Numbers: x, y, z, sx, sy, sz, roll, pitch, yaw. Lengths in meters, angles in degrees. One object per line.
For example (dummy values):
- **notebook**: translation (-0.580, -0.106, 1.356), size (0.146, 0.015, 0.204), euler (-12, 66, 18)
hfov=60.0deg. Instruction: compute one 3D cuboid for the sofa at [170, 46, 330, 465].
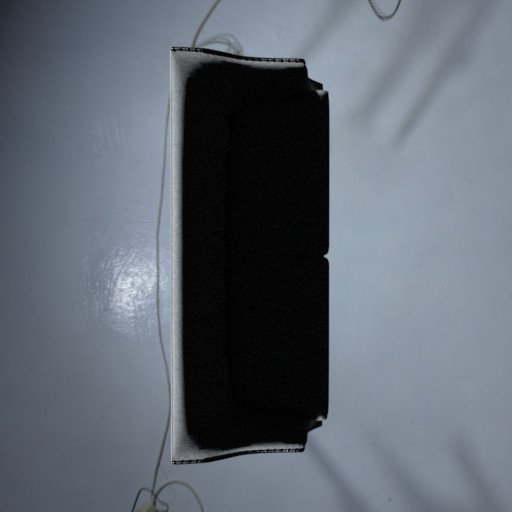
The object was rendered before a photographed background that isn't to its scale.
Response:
- **sofa**: translation (0.000, 0.000, 2.753), size (0.914, 0.901, 2.235), euler (0, 91, 0)
